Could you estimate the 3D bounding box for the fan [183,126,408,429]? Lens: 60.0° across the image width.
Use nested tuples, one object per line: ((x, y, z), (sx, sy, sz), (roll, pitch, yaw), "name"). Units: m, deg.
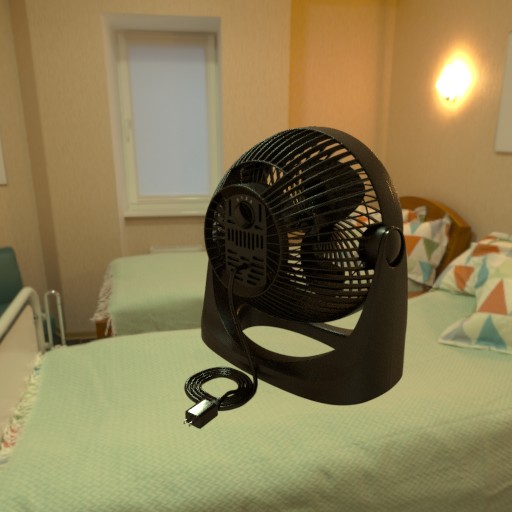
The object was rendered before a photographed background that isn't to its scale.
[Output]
((0.000, 0.000, 0.491), (0.256, 0.277, 0.273), (-15, 21, -42), "fan")
